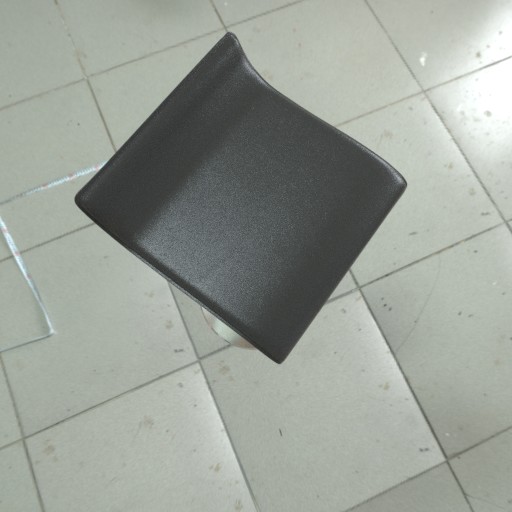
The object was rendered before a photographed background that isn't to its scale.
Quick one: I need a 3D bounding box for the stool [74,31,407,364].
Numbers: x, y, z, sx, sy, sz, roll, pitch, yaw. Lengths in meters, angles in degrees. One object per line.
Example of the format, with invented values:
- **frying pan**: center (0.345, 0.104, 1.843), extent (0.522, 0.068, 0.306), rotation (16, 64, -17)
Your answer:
- **stool**: center (0.000, 0.000, 1.051), extent (0.381, 0.851, 0.381), rotation (36, 77, 9)
